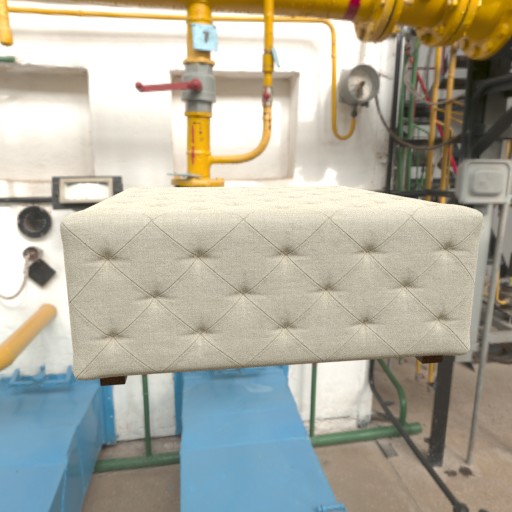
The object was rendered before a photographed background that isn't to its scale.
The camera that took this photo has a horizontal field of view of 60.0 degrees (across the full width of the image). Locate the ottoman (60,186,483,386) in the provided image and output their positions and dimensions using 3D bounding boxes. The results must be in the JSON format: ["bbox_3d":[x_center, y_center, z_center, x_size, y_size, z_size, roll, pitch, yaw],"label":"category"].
[{"bbox_3d":[0.000,0.000,1.569,1.028,0.439,1.028,-2,12,-8],"label":"ottoman"}]
